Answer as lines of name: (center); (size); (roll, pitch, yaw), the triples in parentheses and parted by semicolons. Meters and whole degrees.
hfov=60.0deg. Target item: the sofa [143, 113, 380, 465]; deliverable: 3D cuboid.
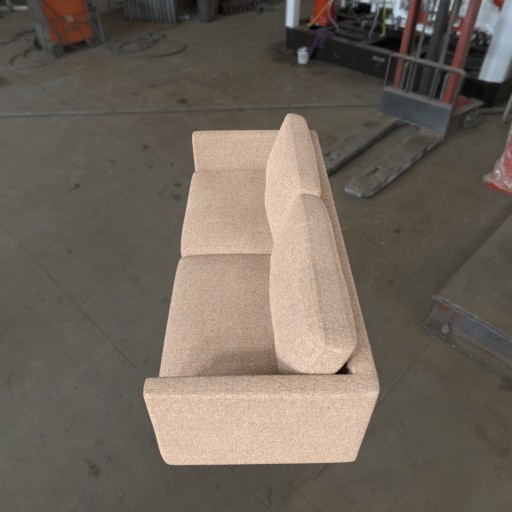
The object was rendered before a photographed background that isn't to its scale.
sofa: (0.000, 0.000, 2.683); (0.951, 0.965, 2.208); (-1, 42, -1)
